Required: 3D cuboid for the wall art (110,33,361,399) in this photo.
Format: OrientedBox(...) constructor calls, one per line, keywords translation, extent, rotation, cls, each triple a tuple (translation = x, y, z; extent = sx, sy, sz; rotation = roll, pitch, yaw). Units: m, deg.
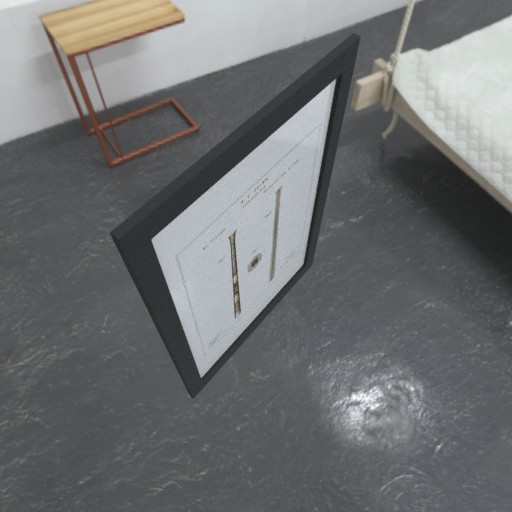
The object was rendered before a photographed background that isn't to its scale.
OrientedBox(translation=(0.000, 0.000, 0.671), extent=(0.012, 0.529, 0.374), rotation=(35, 64, 20), cls="wall art")
